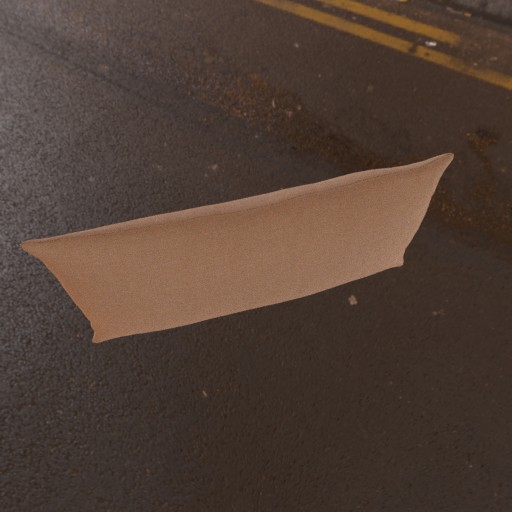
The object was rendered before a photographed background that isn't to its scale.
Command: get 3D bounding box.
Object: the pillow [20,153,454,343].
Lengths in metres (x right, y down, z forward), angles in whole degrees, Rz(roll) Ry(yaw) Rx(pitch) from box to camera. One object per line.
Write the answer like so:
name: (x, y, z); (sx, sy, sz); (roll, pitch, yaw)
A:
pillow: (0.000, 0.000, 0.719); (0.612, 0.308, 0.148); (-13, 58, -9)
